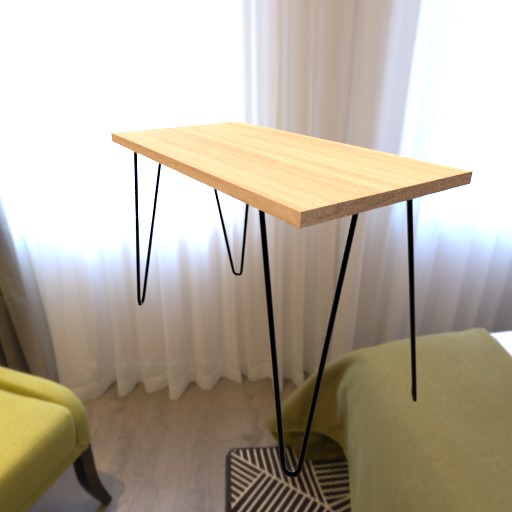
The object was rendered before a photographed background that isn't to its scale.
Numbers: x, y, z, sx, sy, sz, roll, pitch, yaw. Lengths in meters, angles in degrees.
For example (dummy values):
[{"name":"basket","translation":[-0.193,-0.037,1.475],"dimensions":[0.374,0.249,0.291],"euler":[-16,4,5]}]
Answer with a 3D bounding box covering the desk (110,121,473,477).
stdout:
[{"name":"desk","translation":[0.000,0.000,1.371],"dimensions":[0.499,0.660,0.991],"euler":[-16,29,-31]}]
